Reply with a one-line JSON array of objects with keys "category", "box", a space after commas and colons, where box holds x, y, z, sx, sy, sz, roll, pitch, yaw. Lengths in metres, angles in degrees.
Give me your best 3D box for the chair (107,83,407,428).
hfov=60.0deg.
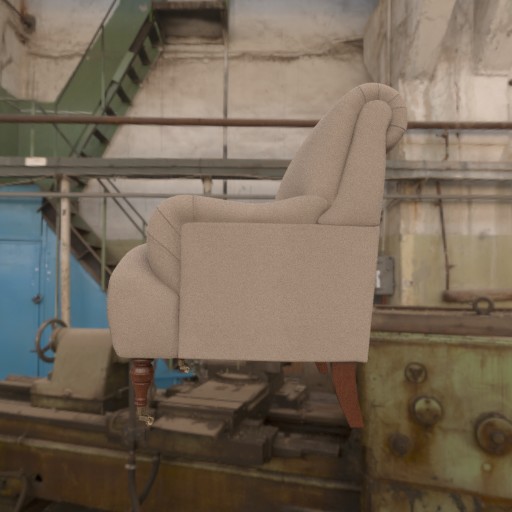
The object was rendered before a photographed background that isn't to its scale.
[{"category": "chair", "box": [0.000, 0.000, 1.531, 0.842, 0.942, 0.766, 0, -2, 1]}]
